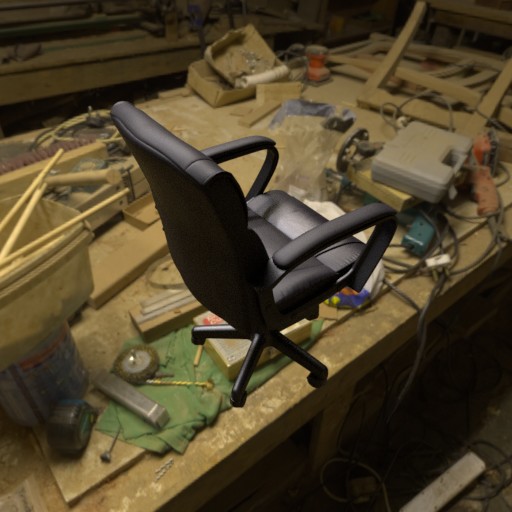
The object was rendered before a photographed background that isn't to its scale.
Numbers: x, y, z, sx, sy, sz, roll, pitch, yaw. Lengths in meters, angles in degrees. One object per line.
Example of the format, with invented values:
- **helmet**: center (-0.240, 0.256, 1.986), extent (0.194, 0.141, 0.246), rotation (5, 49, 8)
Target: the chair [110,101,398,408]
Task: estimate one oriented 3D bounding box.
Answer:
- **chair**: center (0.000, 0.000, 1.367), extent (0.641, 0.998, 0.576), rotation (-26, 47, -28)
